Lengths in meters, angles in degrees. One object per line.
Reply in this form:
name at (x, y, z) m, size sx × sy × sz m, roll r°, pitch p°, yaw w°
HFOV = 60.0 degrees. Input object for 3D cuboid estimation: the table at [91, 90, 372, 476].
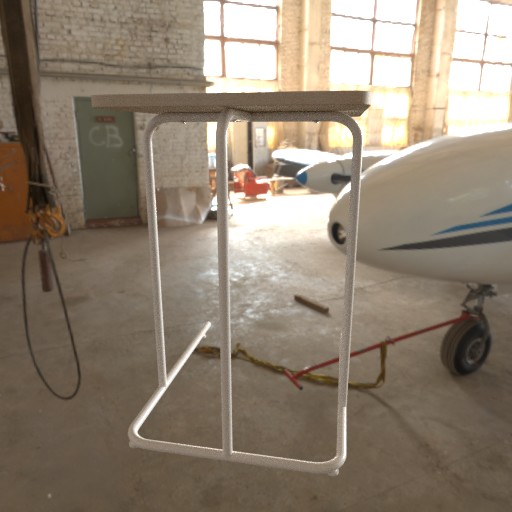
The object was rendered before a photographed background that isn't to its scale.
table at (0.000, 0.000, 0.847) m, size 0.370 × 0.550 × 0.480 m, roll 3°, pitch 16°, yaw 11°
